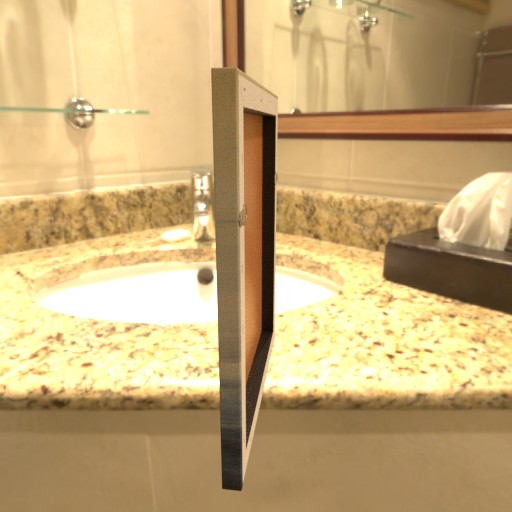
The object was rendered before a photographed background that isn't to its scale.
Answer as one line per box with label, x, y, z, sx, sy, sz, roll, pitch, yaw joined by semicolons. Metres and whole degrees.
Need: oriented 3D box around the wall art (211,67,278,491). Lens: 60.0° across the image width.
wall art;0.000;0.000;0.989;0.041;0.710;0.608;2;16;8
